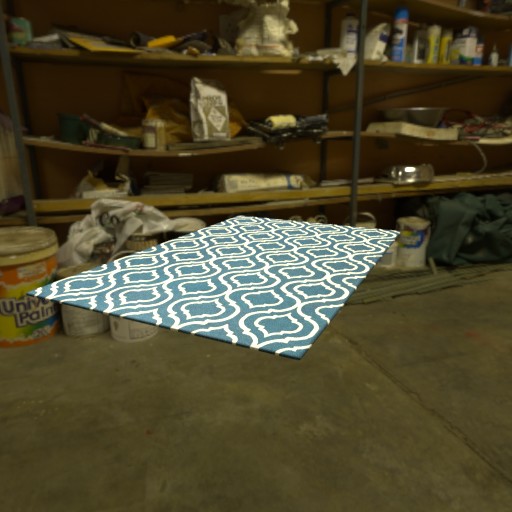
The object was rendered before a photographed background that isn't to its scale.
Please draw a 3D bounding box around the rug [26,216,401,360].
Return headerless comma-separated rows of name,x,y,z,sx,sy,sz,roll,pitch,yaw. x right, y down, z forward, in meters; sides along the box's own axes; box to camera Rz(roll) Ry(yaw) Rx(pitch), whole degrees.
rug,0.000,0.000,2.237,1.143,0.010,1.753,8,18,25
